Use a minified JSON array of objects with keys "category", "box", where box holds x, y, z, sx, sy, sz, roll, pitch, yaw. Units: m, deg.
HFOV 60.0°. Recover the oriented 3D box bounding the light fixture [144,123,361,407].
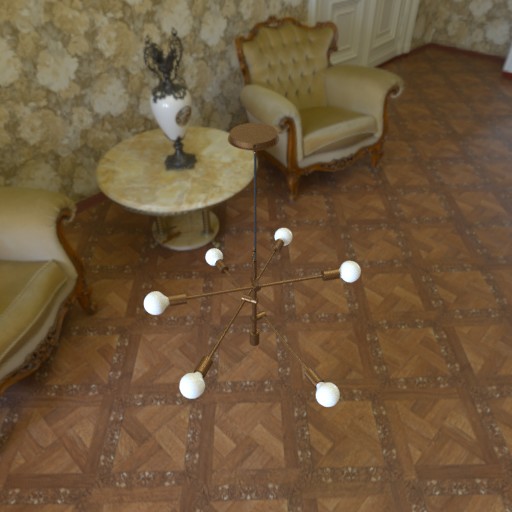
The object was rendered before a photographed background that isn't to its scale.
[{"category":"light fixture","box":[0.000,0.000,1.274,0.637,0.744,0.682,-2,40,-2]}]
